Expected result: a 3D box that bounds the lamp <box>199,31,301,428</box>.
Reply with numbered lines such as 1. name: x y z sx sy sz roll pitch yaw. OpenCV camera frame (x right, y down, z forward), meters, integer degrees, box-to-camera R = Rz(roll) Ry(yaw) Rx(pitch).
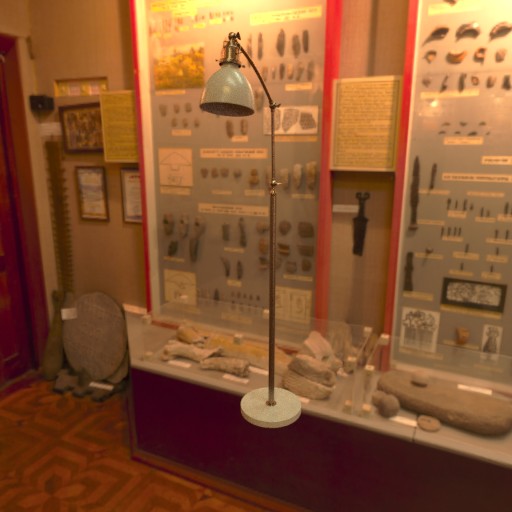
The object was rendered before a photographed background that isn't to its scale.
1. lamp: 0.000 0.000 1.788 0.288 1.586 0.599 7 16 26
